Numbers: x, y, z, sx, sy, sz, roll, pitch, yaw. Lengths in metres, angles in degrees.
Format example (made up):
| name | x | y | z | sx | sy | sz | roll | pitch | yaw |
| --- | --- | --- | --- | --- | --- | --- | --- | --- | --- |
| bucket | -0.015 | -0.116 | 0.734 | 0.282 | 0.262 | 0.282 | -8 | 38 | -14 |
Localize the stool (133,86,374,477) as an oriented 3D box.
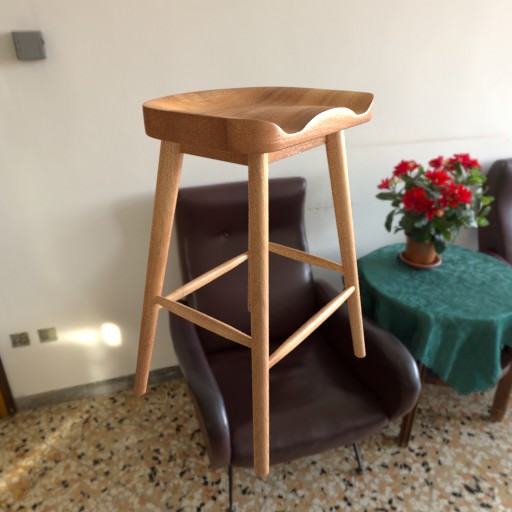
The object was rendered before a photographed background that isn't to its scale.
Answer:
| name | x | y | z | sx | sy | sz | roll | pitch | yaw |
| --- | --- | --- | --- | --- | --- | --- | --- | --- | --- |
| stool | 0.000 | 0.000 | 0.907 | 0.361 | 0.615 | 0.440 | 18 | 32 | 33 |
